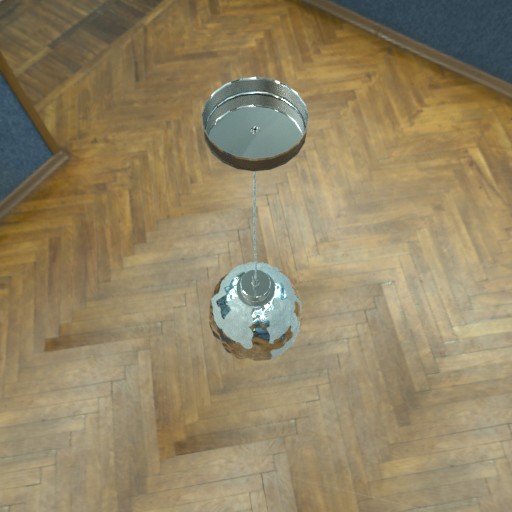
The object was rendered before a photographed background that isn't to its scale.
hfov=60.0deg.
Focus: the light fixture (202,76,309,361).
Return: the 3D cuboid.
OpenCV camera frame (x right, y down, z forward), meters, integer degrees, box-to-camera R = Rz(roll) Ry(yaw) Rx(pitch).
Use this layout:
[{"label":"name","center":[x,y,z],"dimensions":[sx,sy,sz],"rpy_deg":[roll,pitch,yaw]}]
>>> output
[{"label":"light fixture","center":[0.000,0.000,1.721],"dimensions":[0.500,1.511,0.496],"rpy_deg":[35,69,15]}]
